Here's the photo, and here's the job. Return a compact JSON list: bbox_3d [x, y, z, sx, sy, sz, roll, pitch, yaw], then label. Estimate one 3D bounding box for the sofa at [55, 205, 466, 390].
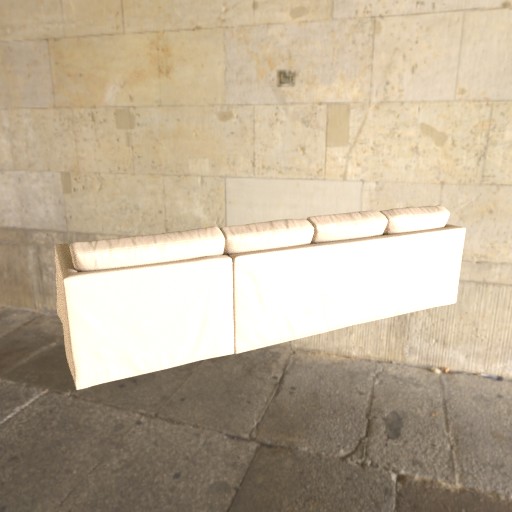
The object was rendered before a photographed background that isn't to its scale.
[{"bbox_3d":[0.000,0.000,3.840,3.206,0.871,1.622,-7,17,-25],"label":"sofa"}]
